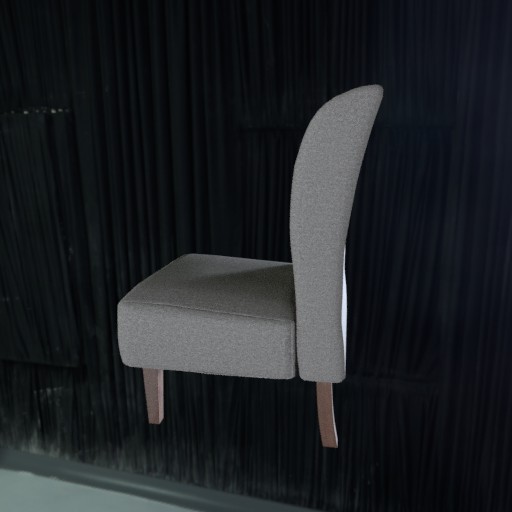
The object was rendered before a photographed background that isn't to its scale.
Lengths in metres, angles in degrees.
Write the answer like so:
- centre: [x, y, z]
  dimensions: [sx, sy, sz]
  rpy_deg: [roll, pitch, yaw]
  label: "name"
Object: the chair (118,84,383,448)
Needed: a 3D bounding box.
- centre: [0.000, 0.000, 1.196]
  dimensions: [0.592, 0.804, 0.513]
  rpy_deg: [3, 14, 10]
  label: "chair"
